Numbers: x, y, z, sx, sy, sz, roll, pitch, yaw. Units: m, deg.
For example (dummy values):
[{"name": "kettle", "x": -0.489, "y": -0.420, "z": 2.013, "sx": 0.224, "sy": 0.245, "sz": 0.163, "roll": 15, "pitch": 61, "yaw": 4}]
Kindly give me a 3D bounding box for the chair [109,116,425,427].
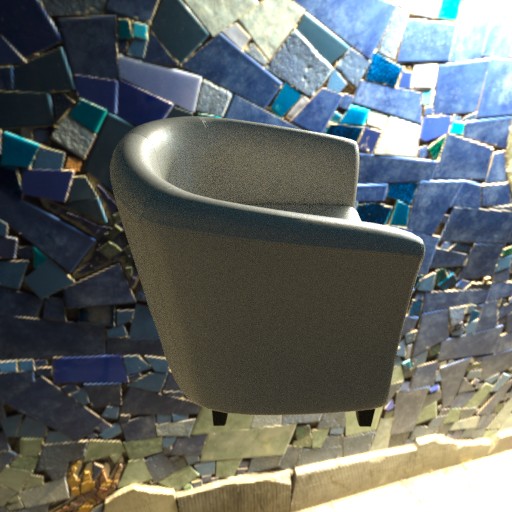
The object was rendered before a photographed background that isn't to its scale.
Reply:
[{"name": "chair", "x": 0.000, "y": 0.000, "z": 1.365, "sx": 0.727, "sy": 0.756, "sz": 0.792, "roll": 0, "pitch": 31, "yaw": 0}]
